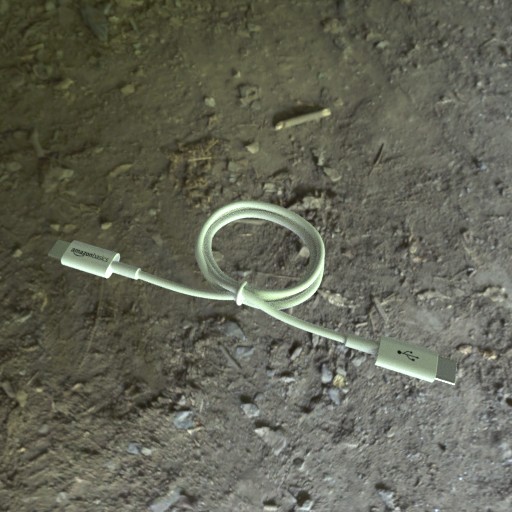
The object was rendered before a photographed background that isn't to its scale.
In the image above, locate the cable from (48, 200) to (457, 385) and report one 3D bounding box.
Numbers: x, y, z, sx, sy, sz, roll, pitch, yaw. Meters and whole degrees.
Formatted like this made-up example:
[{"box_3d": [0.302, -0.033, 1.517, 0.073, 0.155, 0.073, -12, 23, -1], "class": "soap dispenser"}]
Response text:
[{"box_3d": [0.000, 0.000, 0.223, 0.203, 0.014, 0.070, 16, 59, 10], "class": "cable"}]
